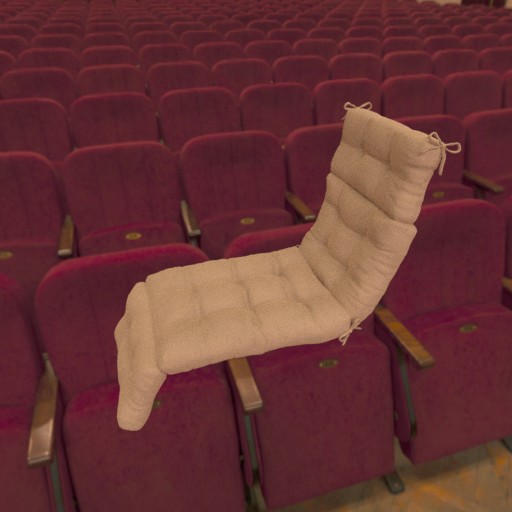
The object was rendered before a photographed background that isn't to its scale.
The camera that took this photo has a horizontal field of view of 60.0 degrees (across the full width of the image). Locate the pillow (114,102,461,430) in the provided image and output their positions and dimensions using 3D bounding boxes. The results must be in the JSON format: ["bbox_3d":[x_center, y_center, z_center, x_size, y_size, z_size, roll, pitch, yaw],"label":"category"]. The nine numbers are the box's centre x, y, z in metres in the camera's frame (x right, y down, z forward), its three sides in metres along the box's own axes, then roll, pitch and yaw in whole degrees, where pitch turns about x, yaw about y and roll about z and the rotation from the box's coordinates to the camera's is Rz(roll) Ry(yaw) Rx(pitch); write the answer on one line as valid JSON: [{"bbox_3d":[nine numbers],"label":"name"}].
[{"bbox_3d":[0.000,0.000,1.470,1.016,0.863,0.526,-9,31,-14],"label":"pillow"}]
